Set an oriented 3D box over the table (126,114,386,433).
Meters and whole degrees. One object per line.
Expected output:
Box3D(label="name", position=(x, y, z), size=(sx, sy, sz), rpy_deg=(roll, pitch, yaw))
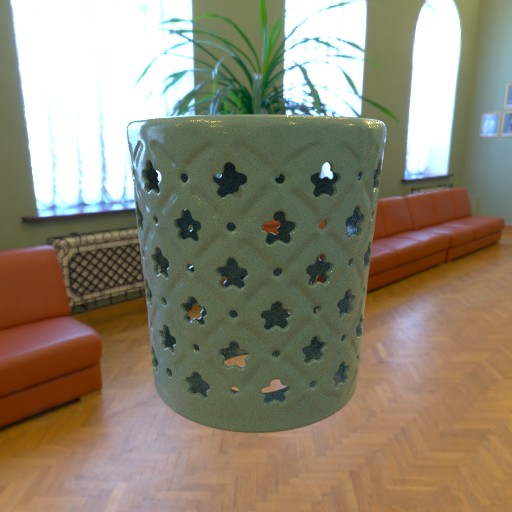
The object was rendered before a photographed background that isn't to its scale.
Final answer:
Box3D(label="table", position=(0.000, 0.000, 0.662), size=(0.352, 0.387, 0.352), rpy_deg=(0, 14, 0))
